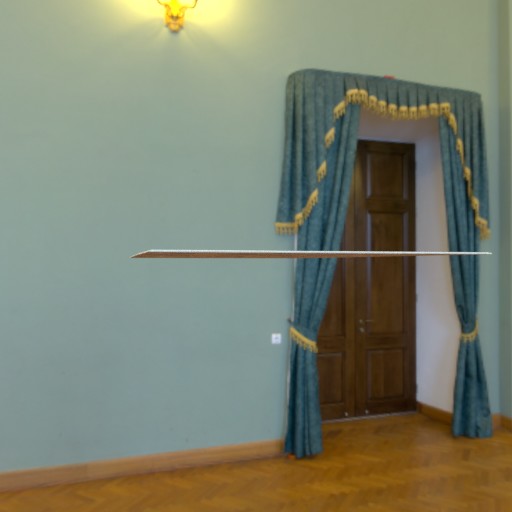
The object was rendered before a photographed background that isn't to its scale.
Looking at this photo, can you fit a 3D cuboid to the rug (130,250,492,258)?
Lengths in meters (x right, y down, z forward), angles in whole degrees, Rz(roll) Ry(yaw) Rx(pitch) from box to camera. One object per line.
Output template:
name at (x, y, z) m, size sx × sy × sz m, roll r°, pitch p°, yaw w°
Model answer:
rug at (0.000, 0.000, 2.859) m, size 1.522 × 0.008 × 2.284 m, roll 0°, pitch -1°, yaw -17°
